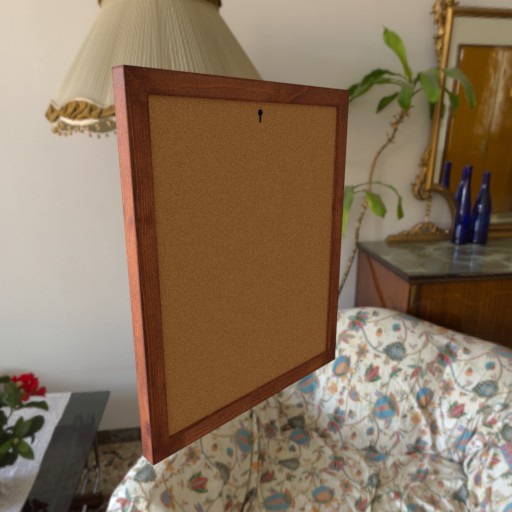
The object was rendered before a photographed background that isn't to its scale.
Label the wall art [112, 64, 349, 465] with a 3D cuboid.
[{"bbox_3d":[0.000,0.000,0.756,0.462,0.558,0.030,-15,21,-43],"label":"wall art"}]
